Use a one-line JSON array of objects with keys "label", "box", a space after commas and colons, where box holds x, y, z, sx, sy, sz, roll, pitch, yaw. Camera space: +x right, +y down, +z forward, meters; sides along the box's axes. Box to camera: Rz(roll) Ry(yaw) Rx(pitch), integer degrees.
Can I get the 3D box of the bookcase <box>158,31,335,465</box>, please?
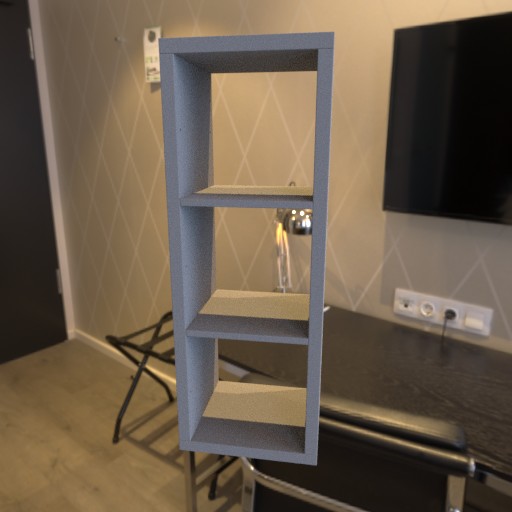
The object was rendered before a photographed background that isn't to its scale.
[{"label": "bookcase", "box": [0.000, 0.000, 1.258, 0.390, 1.080, 0.330, 2, 15, 9]}]
